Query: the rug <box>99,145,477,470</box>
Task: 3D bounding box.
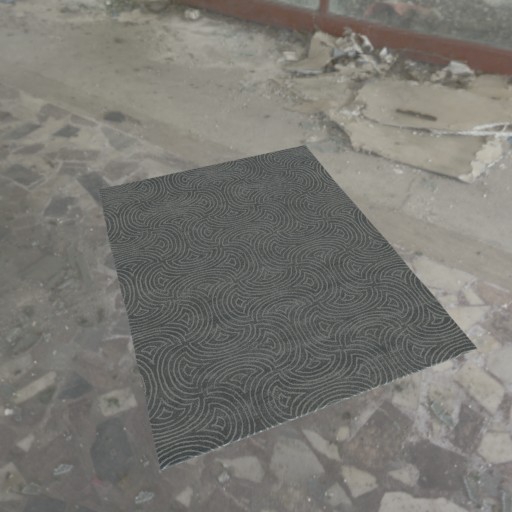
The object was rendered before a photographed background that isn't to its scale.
[{"bbox_3d":[0.000,0.000,4.051,2.456,0.021,3.042,-15,48,-14],"label":"rug"}]
